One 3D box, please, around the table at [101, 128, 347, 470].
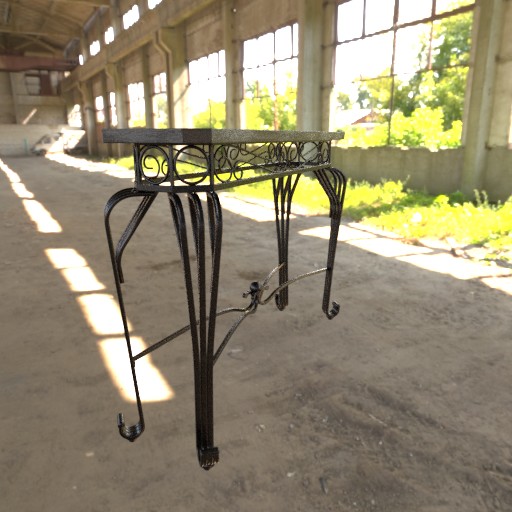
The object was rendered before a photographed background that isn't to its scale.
[{"bbox_3d":[0.000,0.000,1.474,0.329,0.800,1.112,7,17,25],"label":"table"}]
